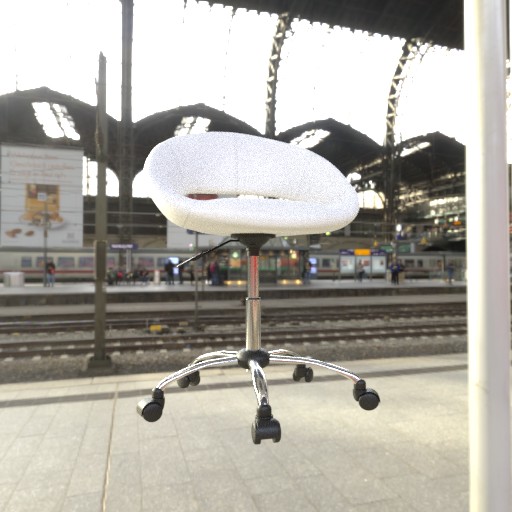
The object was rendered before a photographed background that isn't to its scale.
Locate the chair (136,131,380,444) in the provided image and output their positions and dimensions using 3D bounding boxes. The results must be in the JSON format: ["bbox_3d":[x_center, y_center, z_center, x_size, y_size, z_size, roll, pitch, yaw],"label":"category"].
[{"bbox_3d":[0.000,0.000,1.182,0.612,0.791,0.538,0,-2,-18],"label":"chair"}]
